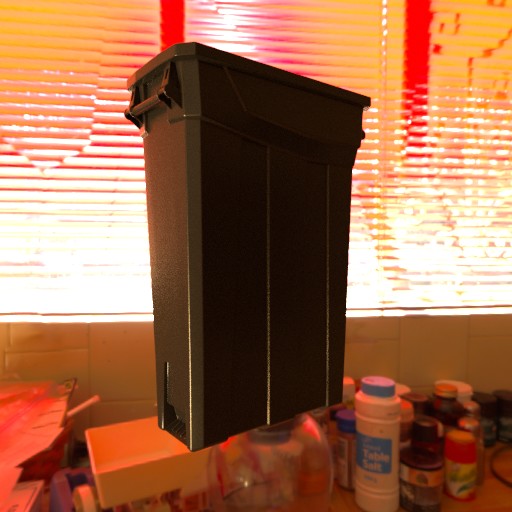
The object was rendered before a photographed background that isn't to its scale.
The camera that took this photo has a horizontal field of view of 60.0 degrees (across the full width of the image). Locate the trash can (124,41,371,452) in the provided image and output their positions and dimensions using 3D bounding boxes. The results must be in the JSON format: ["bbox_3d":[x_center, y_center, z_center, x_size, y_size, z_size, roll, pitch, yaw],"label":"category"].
[{"bbox_3d":[0.000,0.000,1.040,0.559,0.762,0.281,-1,2,-38],"label":"trash can"}]
